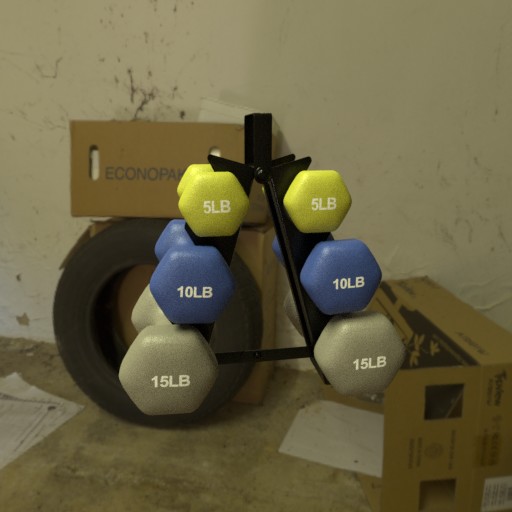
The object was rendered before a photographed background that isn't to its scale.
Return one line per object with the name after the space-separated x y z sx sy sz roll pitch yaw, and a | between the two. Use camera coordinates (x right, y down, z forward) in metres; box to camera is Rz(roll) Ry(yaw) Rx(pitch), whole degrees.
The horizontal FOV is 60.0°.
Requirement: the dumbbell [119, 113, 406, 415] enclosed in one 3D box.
0.000 0.000 0.698 0.416 0.426 0.261 -3 16 -9 | dumbbell
